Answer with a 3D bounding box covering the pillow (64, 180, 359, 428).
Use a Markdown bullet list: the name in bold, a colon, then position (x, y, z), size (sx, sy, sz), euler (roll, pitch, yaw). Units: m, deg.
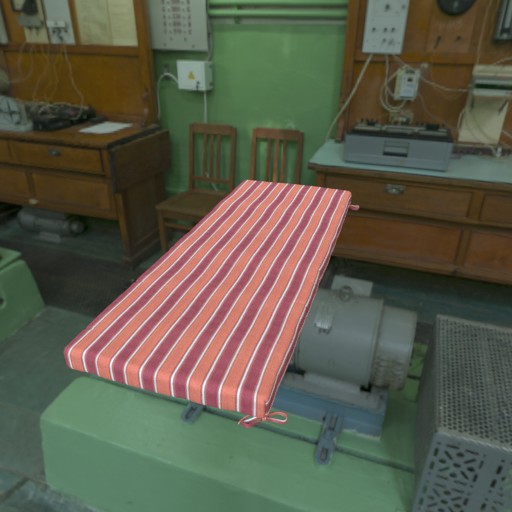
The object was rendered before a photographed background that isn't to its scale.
- **pillow**: position (0.000, 0.000, 1.351), size (0.492, 0.081, 1.187), euler (9, 30, 16)
